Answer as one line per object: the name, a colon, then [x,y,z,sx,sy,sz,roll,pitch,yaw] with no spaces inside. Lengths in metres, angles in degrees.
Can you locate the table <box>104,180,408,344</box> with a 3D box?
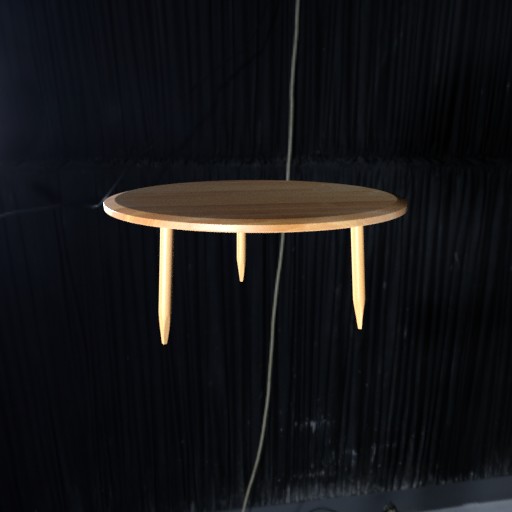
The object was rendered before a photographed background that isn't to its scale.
table: [0.000,0.000,1.431,0.900,0.400,0.900,0,15,0]
